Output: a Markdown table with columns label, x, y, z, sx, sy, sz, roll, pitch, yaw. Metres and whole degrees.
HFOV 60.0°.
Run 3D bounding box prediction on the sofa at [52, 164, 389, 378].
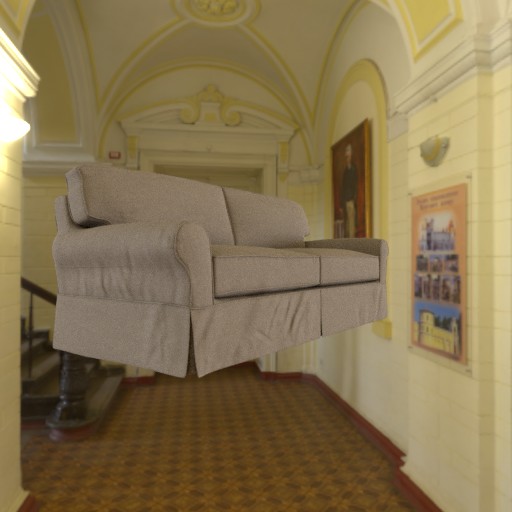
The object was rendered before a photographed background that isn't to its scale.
| label | x | y | z | sx | sy | sz | roll | pitch | yaw |
| --- | --- | --- | --- | --- | --- | --- | --- | --- | --- |
| sofa | 0.000 | 0.000 | 2.801 | 0.991 | 0.943 | 2.248 | 0 | 0 | 36 |
